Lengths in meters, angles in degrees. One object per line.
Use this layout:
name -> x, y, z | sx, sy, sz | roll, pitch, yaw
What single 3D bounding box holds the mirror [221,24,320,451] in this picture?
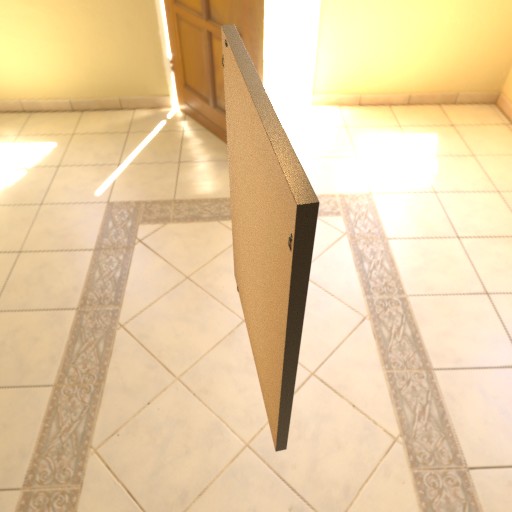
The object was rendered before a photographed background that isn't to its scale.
mirror -> 0.000, 0.000, 1.300 | 0.041, 1.016, 0.762 | -9, 47, -8
